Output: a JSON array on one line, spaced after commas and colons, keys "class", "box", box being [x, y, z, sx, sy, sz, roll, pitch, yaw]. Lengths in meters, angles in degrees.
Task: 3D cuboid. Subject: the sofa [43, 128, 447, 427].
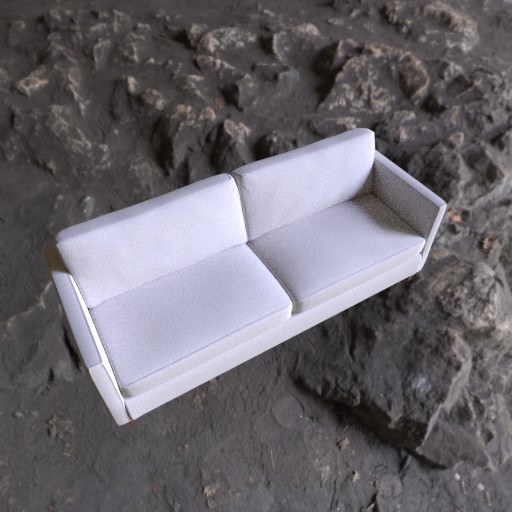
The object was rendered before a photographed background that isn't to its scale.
[{"class": "sofa", "box": [0.000, 0.000, 2.892, 2.361, 0.962, 0.951, -23, 51, -20]}]
